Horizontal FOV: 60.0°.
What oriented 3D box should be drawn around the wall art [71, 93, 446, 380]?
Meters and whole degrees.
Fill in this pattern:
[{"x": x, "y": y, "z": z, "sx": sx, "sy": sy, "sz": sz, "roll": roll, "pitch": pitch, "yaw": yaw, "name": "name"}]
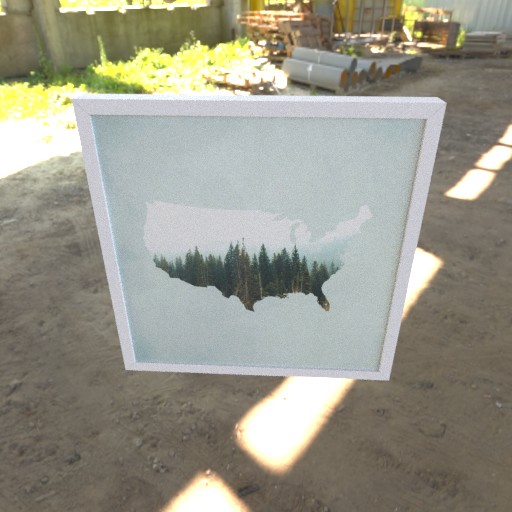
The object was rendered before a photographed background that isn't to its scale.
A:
[{"x": 0.000, "y": 0.000, "z": 0.446, "sx": 0.304, "sy": 0.304, "sz": 0.024, "roll": 2, "pitch": 30, "yaw": 3, "name": "wall art"}]
